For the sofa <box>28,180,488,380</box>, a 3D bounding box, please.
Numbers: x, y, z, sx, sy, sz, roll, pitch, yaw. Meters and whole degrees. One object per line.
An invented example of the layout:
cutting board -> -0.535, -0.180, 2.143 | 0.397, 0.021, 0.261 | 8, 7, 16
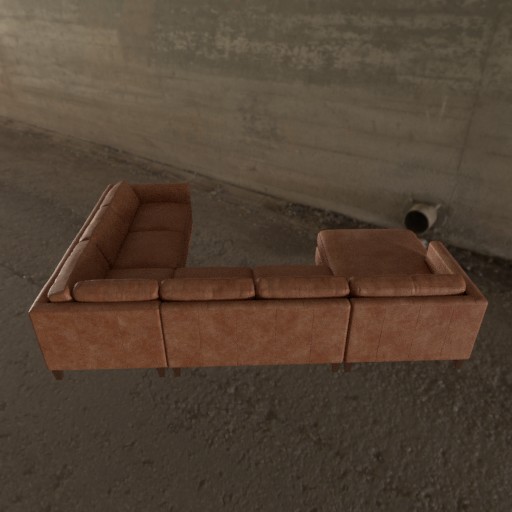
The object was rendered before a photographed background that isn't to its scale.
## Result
sofa -> 0.000, 0.000, 4.436 | 3.401, 0.832, 2.430 | -1, 32, -2
